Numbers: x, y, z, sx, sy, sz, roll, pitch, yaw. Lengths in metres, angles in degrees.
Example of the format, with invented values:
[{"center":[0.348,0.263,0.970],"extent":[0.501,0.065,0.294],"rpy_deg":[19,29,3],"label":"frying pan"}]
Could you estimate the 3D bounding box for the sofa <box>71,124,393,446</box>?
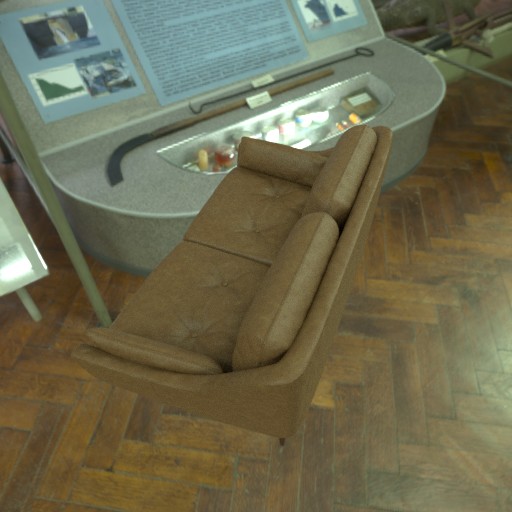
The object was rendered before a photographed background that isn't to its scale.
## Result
[{"center":[0.000,0.000,2.269],"extent":[0.981,0.886,1.731],"rpy_deg":[17,49,15],"label":"sofa"}]
